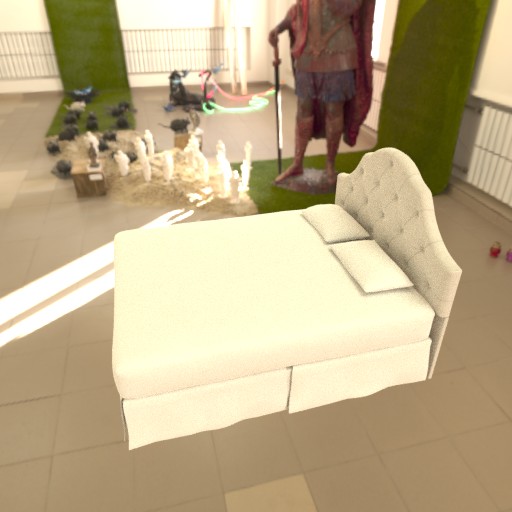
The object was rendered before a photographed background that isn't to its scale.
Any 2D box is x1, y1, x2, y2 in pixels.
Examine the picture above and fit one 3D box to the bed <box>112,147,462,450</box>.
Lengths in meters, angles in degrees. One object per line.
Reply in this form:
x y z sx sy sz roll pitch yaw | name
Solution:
0.000 0.000 3.771 2.477 1.617 2.039 -8 32 -13 | bed
